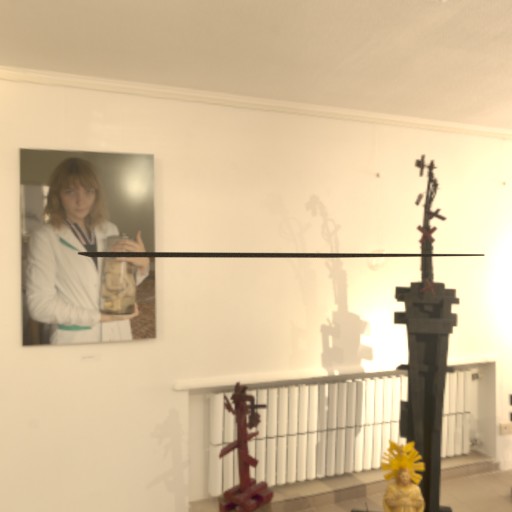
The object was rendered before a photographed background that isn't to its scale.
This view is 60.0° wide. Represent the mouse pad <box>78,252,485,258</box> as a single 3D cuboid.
[{"bbox_3d":[0.000,0.000,0.626,0.451,0.002,0.393,0,-1,-19],"label":"mouse pad"}]
